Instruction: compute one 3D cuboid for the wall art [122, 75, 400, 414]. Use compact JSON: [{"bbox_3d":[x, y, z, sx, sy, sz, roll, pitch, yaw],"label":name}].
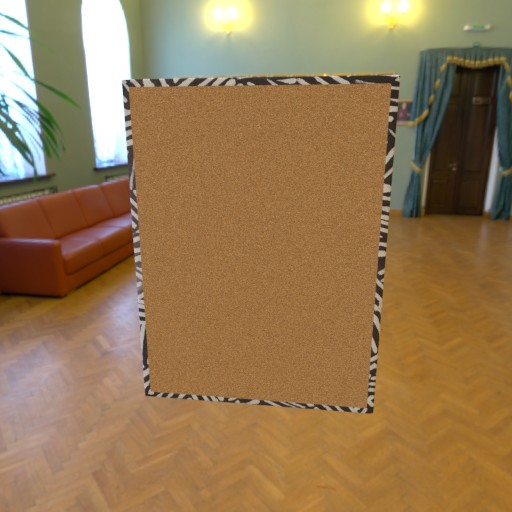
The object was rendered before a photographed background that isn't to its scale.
[{"bbox_3d":[0.000,0.000,1.355,0.765,1.017,0.038,2,16,7],"label":"wall art"}]
